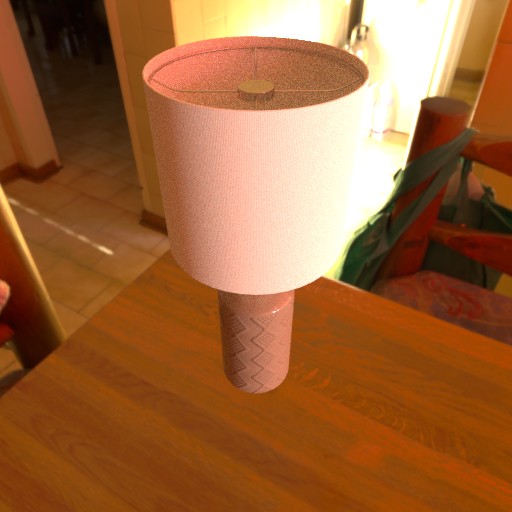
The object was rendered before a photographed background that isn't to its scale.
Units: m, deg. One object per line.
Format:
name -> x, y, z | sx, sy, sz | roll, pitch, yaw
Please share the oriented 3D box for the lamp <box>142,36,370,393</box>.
lamp -> 0.000, 0.000, 0.558 | 0.207, 0.461, 0.207 | 0, 41, 0
